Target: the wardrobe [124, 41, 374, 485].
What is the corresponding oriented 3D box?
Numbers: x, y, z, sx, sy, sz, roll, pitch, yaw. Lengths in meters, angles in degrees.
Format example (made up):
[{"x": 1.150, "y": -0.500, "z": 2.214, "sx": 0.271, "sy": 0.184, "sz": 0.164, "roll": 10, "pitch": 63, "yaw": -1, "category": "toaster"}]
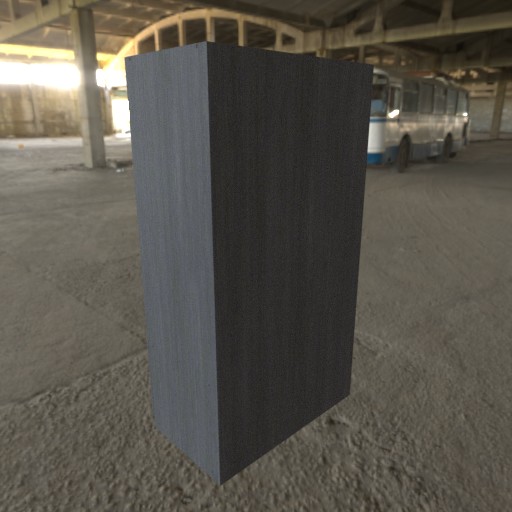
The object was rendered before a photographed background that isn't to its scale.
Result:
[{"x": 0.000, "y": 0.000, "z": 2.235, "sx": 0.991, "sy": 1.808, "sz": 0.577, "roll": -16, "pitch": 23, "yaw": -41, "category": "wardrobe"}]
